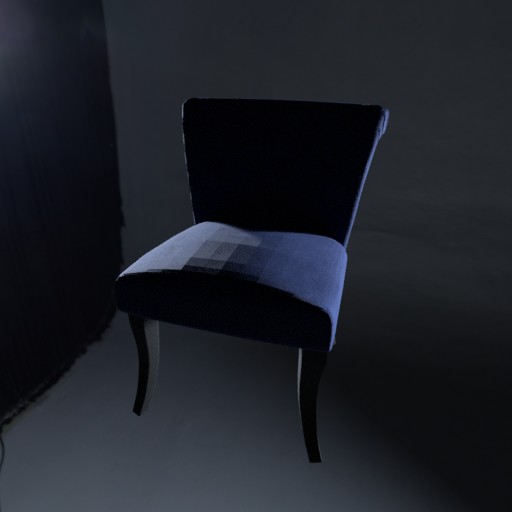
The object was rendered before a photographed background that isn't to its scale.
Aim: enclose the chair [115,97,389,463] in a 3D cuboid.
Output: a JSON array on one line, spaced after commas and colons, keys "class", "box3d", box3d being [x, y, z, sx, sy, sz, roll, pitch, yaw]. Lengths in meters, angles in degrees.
[{"class": "chair", "box3d": [0.000, 0.000, 1.206, 0.585, 0.753, 0.606, 8, 27, 16]}]
